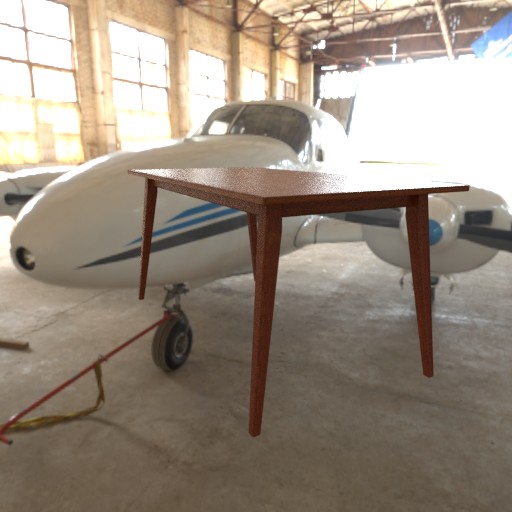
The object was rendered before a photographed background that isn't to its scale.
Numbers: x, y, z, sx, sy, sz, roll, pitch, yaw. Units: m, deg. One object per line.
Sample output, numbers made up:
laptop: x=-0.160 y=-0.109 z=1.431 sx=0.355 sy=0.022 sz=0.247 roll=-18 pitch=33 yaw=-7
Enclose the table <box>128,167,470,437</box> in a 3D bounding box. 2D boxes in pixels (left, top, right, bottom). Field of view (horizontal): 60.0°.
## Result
table: x=0.000 y=0.000 z=2.115 sx=0.811 sy=0.755 sz=1.609 roll=-7 pitch=16 yaw=-27
